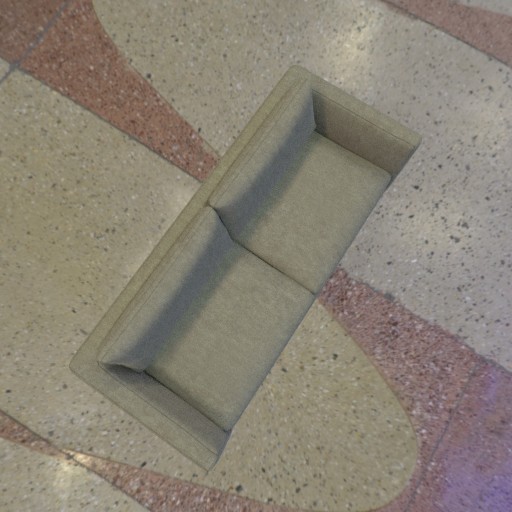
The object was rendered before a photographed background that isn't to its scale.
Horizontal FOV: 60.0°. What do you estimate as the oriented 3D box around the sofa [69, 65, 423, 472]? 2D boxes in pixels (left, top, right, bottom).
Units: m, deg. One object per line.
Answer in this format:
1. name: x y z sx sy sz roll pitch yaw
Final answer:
1. sofa: 0.000 0.000 2.596 0.889 0.864 2.121 33 78 8
